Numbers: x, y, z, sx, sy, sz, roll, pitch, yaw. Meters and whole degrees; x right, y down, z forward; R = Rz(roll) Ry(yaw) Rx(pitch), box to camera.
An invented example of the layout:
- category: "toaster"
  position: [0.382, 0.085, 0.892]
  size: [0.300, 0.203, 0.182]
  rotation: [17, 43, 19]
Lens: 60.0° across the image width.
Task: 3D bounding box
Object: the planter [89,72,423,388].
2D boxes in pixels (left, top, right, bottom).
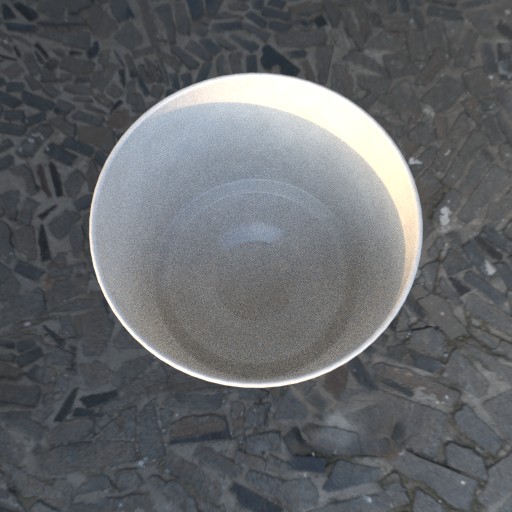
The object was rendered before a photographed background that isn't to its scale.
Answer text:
- category: "planter"
  position: [0.000, 0.000, 0.340]
  size: [0.190, 0.181, 0.190]
  rotation: [0, 75, 0]
